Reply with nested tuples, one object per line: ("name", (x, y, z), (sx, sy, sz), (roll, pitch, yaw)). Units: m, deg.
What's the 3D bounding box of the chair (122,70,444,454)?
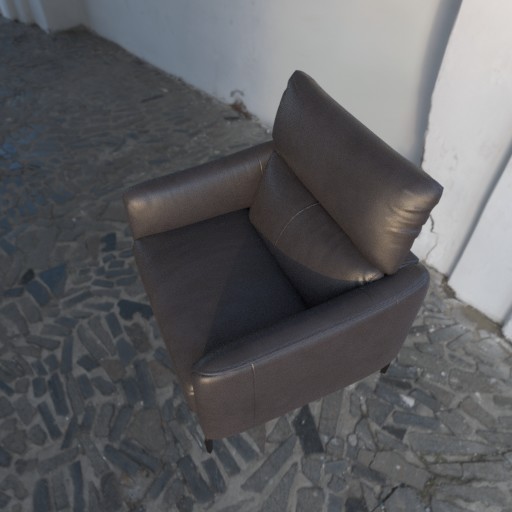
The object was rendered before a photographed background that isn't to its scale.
("chair", (0.000, 0.000, 1.630), (0.809, 0.949, 0.976), (-18, 49, -17))
